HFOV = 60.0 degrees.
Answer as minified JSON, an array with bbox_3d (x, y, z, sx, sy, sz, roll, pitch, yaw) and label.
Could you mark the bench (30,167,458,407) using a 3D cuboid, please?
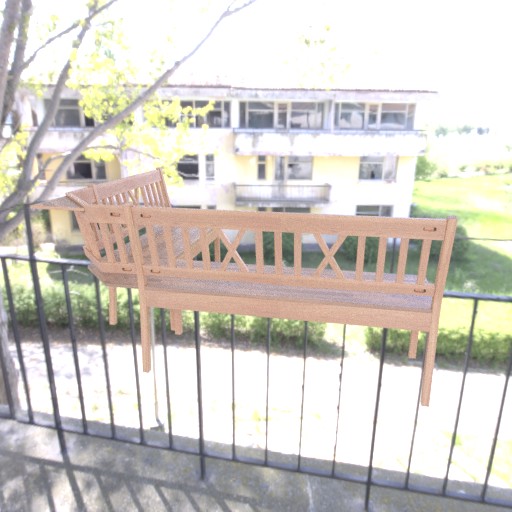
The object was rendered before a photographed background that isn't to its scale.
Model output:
[{"bbox_3d":[0.000,0.000,2.775,1.937,0.902,1.537,4,18,11],"label":"bench"}]
